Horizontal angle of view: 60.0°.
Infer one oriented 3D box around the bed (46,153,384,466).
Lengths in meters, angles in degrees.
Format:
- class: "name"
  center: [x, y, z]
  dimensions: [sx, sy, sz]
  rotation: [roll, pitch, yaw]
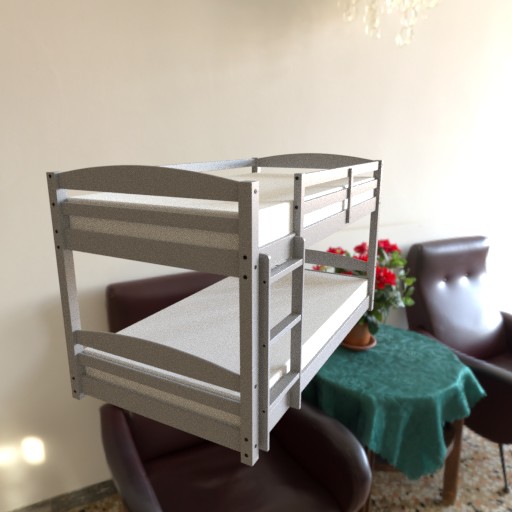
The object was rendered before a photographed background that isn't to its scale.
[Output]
- class: "bed"
  center: [0.000, 0.000, 2.771]
  dimensions: [1.105, 1.206, 2.013]
  rotation: [8, 17, 27]
